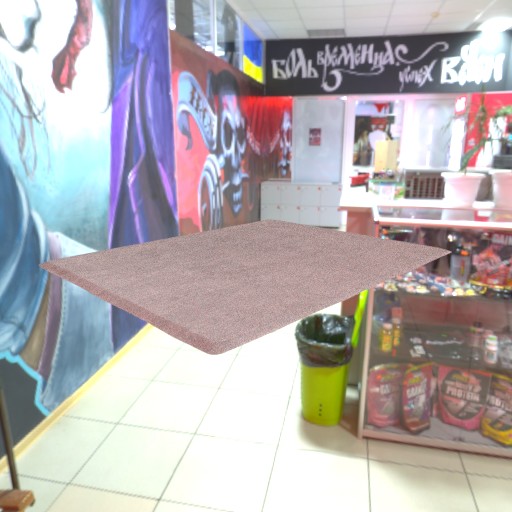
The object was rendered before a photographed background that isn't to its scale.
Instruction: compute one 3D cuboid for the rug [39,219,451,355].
[{"bbox_3d":[0.000,0.000,3.936,2.332,0.027,2.933,14,21,43],"label":"rug"}]
